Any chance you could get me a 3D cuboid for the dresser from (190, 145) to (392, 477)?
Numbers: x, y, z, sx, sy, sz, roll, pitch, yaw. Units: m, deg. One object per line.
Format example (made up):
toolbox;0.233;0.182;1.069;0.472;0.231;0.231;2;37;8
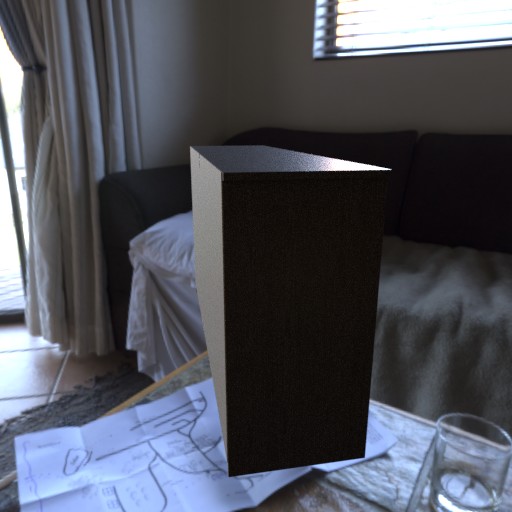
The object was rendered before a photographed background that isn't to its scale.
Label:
dresser;0.000;0.000;1.668;0.401;0.755;1.360;-3;16;-10
